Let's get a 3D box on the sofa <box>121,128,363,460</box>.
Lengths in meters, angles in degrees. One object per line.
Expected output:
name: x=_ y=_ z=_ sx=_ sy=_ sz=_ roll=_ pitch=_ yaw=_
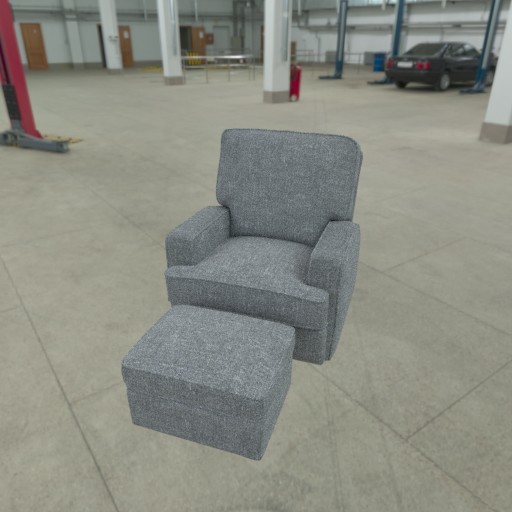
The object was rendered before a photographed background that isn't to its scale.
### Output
sofa: x=0.000 y=0.000 z=2.065 sx=0.861 sy=0.959 sz=1.472 roll=9 pitch=27 yaw=17
